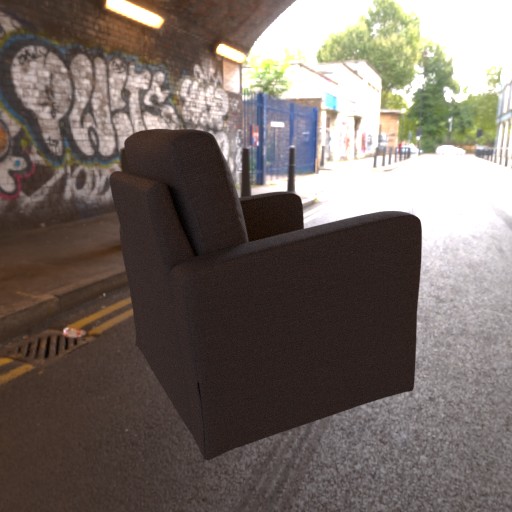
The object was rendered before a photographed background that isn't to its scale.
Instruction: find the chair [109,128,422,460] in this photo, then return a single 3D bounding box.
[{"bbox_3d":[0.000,0.000,1.549,0.863,0.855,0.798,-7,16,-27],"label":"chair"}]
